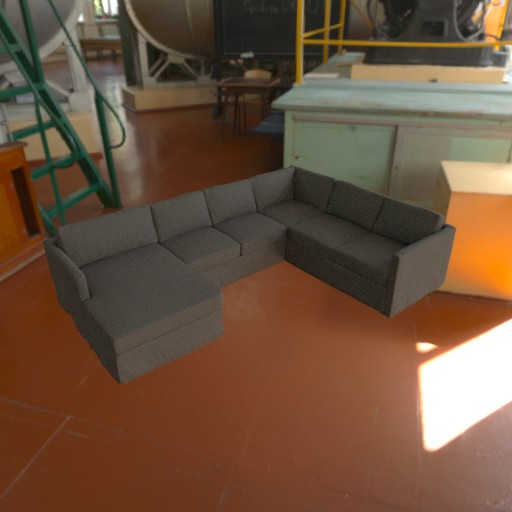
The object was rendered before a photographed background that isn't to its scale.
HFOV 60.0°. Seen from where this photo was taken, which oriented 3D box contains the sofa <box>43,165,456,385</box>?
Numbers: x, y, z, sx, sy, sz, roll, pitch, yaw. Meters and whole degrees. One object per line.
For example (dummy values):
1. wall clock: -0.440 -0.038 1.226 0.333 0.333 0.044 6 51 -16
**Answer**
1. sofa: 0.000 0.000 4.627 3.528 0.878 2.476 -21 35 -34
